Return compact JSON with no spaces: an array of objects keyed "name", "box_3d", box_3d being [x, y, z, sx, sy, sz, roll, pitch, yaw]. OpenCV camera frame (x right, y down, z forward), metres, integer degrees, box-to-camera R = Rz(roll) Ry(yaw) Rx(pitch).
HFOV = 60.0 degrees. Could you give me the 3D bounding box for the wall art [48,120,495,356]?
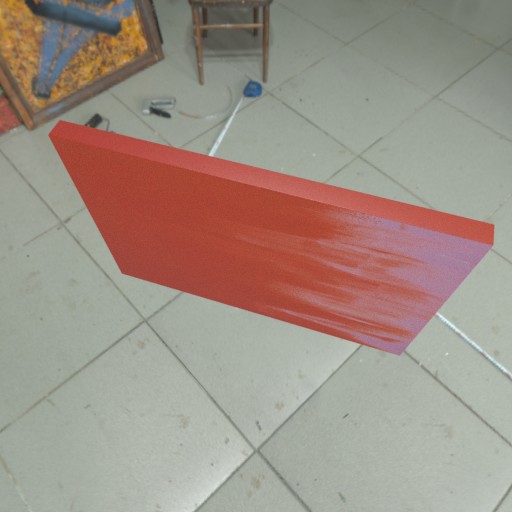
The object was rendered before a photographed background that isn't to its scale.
[{"name":"wall art","box_3d":[0.000,0.000,0.758,0.607,0.405,0.033,15,60,9]}]
